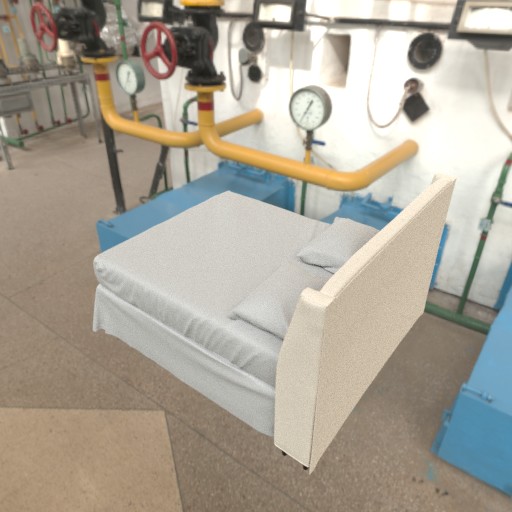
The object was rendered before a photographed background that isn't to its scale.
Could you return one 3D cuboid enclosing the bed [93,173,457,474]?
[{"bbox_3d":[0.000,0.000,3.514,2.276,1.332,1.925,22,39,31],"label":"bed"}]
